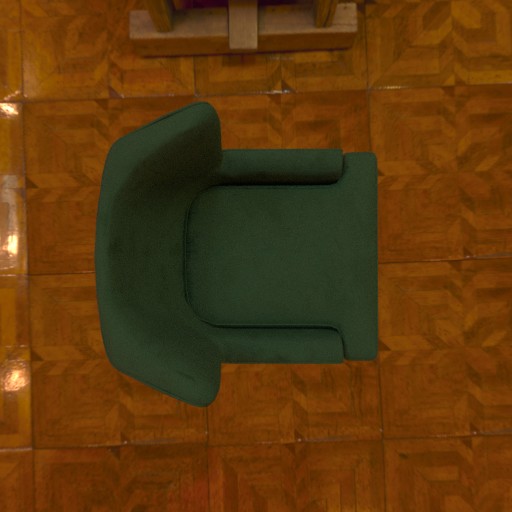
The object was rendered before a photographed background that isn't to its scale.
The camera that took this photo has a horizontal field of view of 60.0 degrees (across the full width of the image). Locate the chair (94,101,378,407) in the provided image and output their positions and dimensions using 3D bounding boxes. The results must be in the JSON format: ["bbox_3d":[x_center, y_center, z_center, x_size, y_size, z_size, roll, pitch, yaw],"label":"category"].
[{"bbox_3d":[0.000,0.000,1.604,0.910,0.952,0.793,0,89,0],"label":"chair"}]
